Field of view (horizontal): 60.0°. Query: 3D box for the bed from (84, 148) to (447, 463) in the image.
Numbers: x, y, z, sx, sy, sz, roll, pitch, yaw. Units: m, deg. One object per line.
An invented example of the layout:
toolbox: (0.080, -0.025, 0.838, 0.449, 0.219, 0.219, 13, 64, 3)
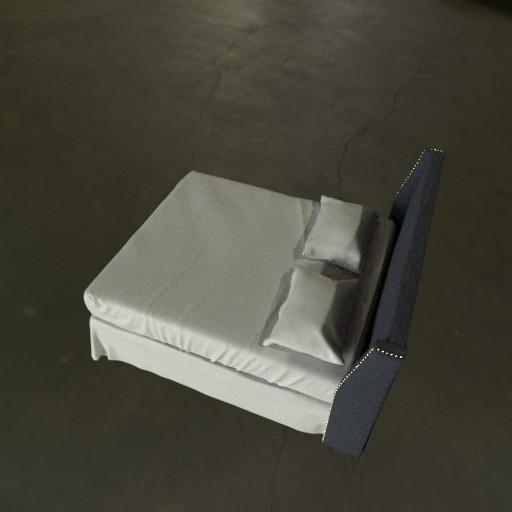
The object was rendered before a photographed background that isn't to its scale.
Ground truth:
bed: (0.000, 0.000, 3.397, 2.276, 1.332, 1.925, 16, 48, 15)
